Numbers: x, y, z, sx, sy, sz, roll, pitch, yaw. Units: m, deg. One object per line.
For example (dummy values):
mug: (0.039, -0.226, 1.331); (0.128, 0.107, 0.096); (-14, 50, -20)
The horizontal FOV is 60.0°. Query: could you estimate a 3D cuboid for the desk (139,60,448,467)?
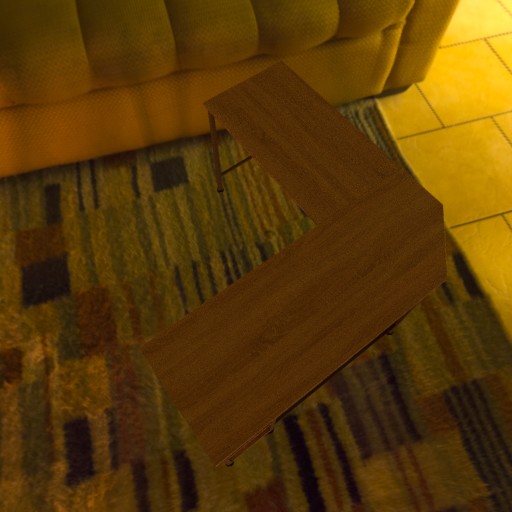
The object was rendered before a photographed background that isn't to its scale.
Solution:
desk: (0.000, 0.000, 2.231); (1.379, 0.739, 1.379); (-34, 68, -16)
